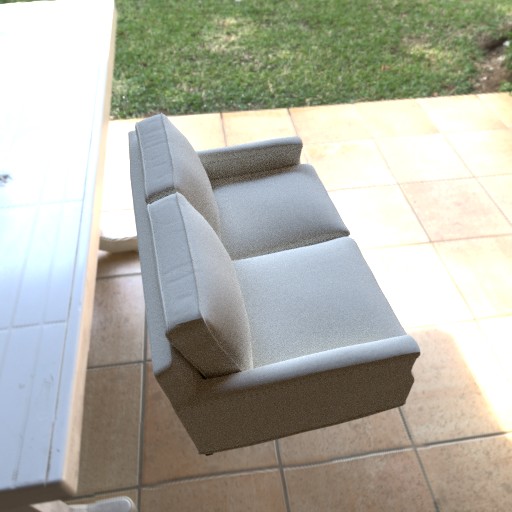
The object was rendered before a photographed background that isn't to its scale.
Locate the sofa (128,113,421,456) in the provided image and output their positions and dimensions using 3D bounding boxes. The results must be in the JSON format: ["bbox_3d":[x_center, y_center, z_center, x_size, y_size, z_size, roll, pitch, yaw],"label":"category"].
[{"bbox_3d":[0.000,0.000,2.266,1.084,1.003,1.597,-11,49,-10],"label":"sofa"}]
